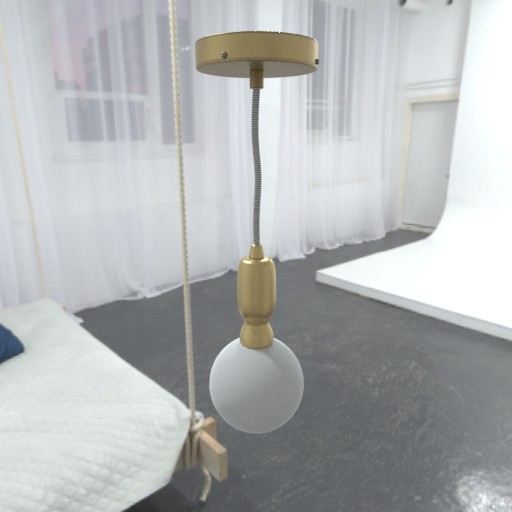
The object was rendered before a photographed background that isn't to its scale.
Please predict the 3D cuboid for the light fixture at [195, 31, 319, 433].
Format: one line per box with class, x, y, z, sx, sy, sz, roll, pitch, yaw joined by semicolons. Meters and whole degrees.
light fixture;0.000;0.000;0.583;0.147;0.510;0.146;8;17;27
